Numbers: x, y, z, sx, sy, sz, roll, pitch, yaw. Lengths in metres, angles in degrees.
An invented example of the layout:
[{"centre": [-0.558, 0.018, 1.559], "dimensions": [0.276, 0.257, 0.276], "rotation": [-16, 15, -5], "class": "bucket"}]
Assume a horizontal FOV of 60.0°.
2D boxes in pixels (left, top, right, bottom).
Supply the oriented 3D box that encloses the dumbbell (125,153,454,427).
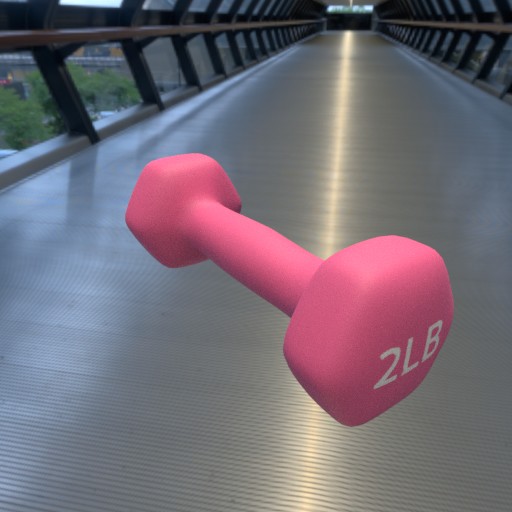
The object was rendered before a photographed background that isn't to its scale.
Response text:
[{"centre": [0.000, 0.000, 0.173], "dimensions": [0.058, 0.053, 0.146], "rotation": [-18, 32, -31], "class": "dumbbell"}]
